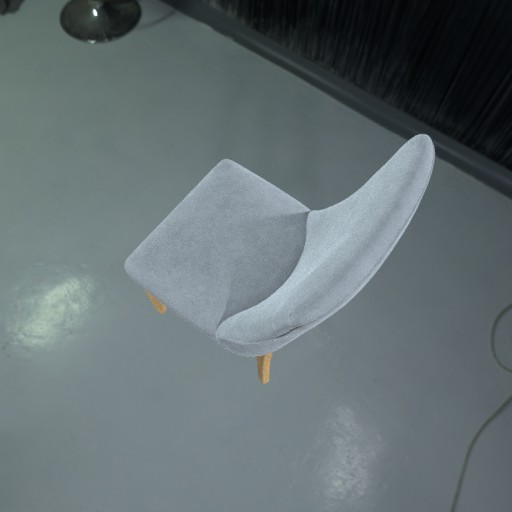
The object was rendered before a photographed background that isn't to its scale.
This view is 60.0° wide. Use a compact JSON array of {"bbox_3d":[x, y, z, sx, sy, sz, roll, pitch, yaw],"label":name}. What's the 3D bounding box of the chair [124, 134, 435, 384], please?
[{"bbox_3d":[0.000,0.000,1.235,0.610,0.902,0.495,34,69,15],"label":"chair"}]
